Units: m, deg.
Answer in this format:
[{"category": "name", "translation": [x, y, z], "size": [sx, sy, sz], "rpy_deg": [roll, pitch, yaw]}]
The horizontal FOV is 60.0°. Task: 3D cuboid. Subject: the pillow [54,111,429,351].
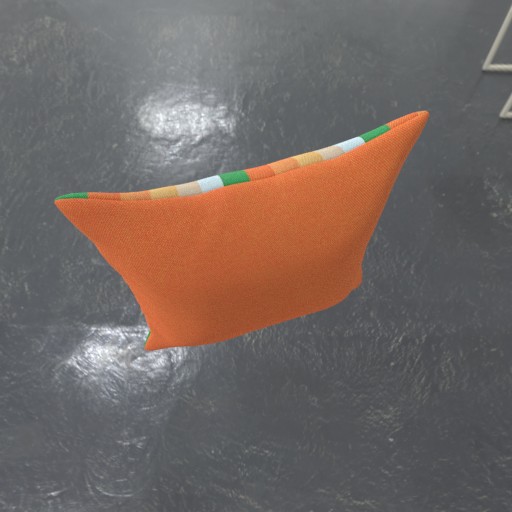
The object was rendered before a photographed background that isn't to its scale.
[{"category": "pillow", "translation": [0.000, 0.000, 0.695], "size": [0.453, 0.444, 0.169], "rpy_deg": [-16, 59, -10]}]
